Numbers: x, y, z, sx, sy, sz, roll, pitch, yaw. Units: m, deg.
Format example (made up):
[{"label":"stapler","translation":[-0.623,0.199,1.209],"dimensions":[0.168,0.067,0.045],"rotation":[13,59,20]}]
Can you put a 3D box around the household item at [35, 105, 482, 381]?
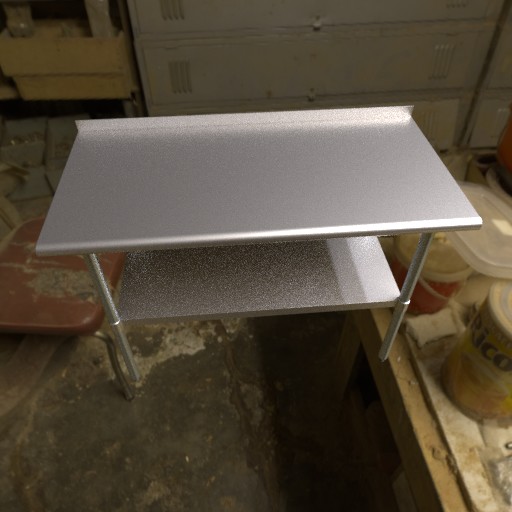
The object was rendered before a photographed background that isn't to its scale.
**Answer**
[{"label":"household item","translation":[0.000,0.000,1.683],"dimensions":[1.219,0.851,0.610],"rotation":[-4,45,-4]}]
